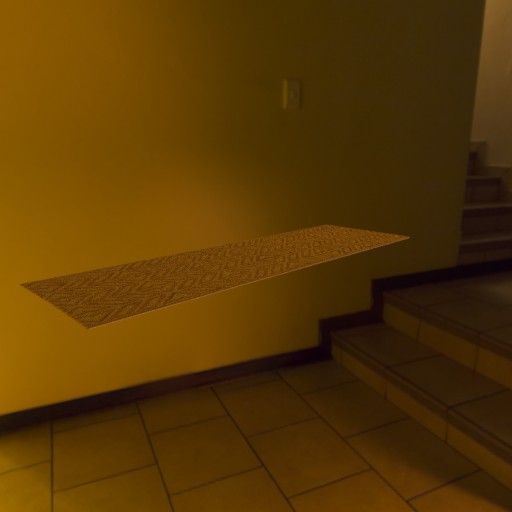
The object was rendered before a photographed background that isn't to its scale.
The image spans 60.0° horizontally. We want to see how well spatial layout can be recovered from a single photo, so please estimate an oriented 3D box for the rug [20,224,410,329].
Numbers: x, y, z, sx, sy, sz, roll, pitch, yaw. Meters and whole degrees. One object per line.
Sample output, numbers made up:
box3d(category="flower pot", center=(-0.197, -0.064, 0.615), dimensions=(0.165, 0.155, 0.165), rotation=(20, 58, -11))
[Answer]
box3d(category="rug", center=(0.000, 0.000, 2.688), dimensions=(2.435, 0.009, 0.750), rotation=(-13, 19, -43))
